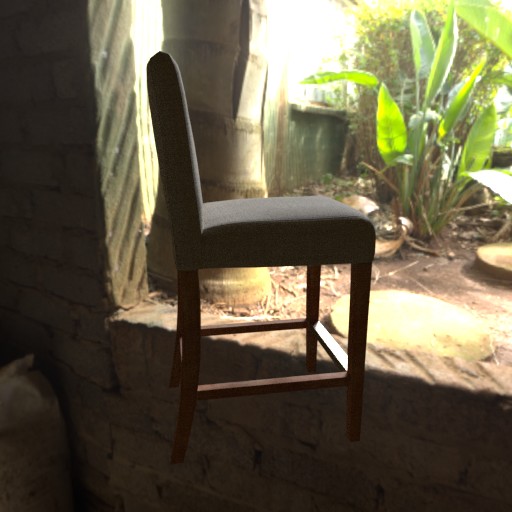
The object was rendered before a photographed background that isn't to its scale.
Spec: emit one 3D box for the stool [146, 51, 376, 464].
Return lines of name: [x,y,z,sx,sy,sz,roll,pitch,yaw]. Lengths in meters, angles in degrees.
stool: [0.000,0.000,1.313,0.567,1.039,0.454,-3,16,-11]
